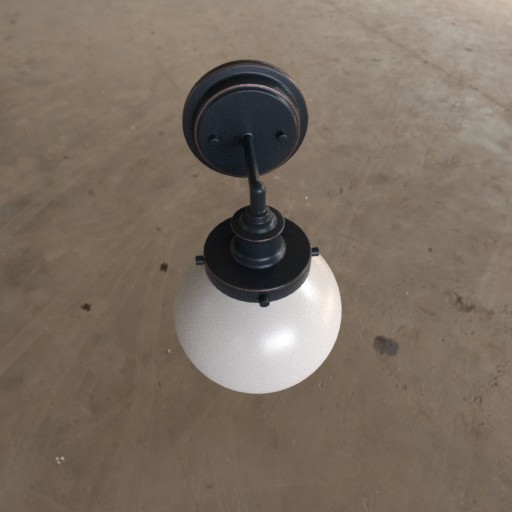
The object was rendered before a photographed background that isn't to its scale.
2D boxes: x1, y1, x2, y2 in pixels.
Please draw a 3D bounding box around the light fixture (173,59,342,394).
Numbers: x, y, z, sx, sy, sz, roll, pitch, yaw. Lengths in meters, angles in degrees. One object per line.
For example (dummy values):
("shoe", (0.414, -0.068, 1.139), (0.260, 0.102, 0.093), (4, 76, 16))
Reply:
("light fixture", (0.000, 0.000, 0.486), (0.197, 0.332, 0.230), (-4, 47, -4))
